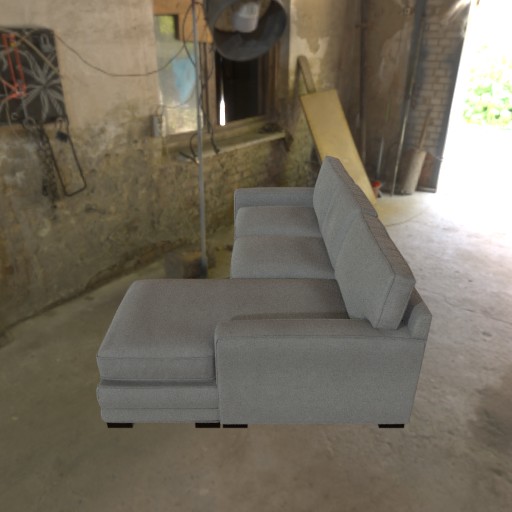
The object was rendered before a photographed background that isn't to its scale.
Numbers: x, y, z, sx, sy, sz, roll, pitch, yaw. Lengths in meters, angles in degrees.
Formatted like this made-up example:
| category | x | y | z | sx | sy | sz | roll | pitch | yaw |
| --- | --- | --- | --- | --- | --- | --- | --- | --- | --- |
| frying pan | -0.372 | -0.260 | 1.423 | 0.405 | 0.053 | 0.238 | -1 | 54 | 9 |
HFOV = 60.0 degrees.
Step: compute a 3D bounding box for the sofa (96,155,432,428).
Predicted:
| category | x | y | z | sx | sy | sz | roll | pitch | yaw |
| --- | --- | --- | --- | --- | --- | --- | --- | --- | --- |
| sofa | 0.000 | 0.000 | 2.899 | 1.496 | 0.861 | 2.087 | 0 | 27 | 0 |
